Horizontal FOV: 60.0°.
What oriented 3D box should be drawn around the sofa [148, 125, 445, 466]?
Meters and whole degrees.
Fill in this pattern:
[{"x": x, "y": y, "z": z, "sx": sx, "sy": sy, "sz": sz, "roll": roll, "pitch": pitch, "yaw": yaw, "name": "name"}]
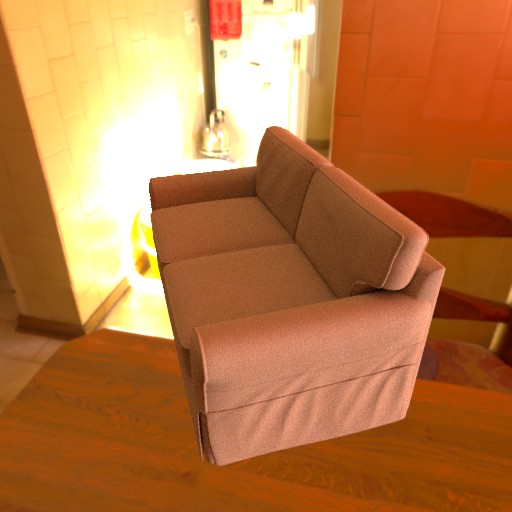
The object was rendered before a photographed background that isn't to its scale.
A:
[{"x": 0.000, "y": 0.000, "z": 2.348, "sx": 0.991, "sy": 0.940, "sz": 1.727, "roll": -9, "pitch": 32, "yaw": -15, "name": "sofa"}]
